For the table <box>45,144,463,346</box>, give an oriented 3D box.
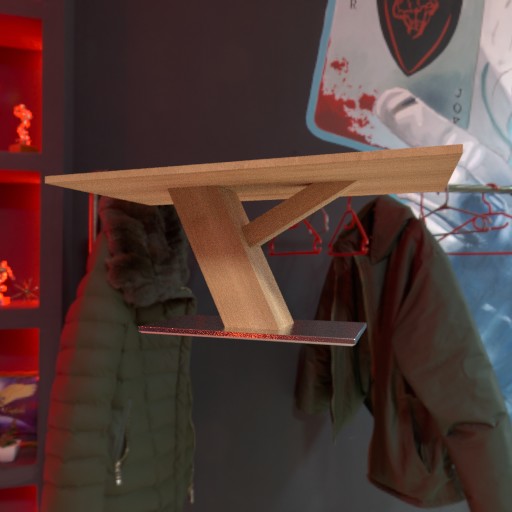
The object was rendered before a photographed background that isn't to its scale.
[{"bbox_3d":[0.000,0.000,2.222,1.800,0.750,0.900,0,-1,19],"label":"table"}]
